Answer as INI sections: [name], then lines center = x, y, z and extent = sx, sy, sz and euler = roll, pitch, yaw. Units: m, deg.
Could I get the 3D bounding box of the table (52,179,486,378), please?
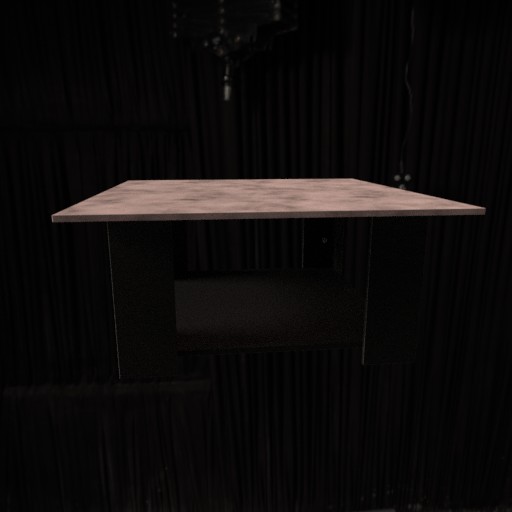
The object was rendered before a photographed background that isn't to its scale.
[table]
center = 0.000, 0.000, 1.037
extent = 0.670, 0.305, 0.670
euler = -2, 14, -6
